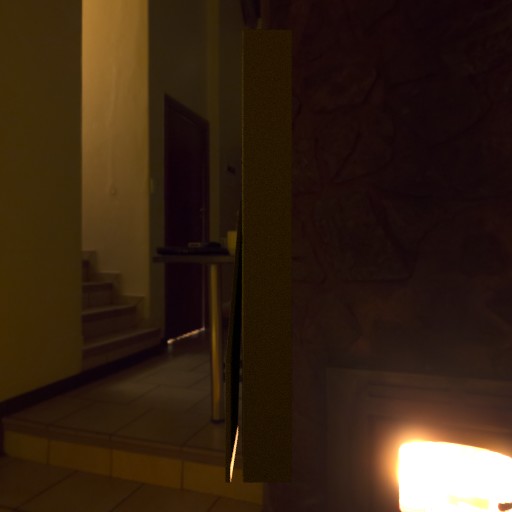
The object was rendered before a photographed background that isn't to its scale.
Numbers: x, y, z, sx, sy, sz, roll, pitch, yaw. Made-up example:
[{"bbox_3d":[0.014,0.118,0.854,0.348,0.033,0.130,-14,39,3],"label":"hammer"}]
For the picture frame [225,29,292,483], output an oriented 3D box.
[{"bbox_3d":[0.000,0.000,0.394,0.042,0.284,0.232,0,0,-1],"label":"picture frame"}]
